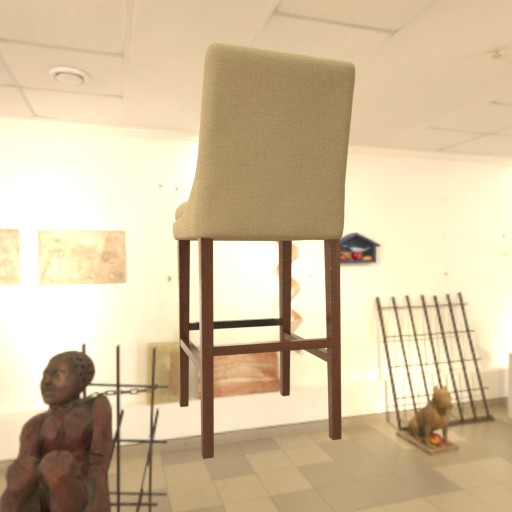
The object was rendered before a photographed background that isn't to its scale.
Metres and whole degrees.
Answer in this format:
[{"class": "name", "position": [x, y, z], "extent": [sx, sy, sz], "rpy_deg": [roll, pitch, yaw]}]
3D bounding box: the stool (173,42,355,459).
[{"class": "stool", "position": [0.000, 0.000, 1.413], "extent": [0.470, 1.078, 0.577], "rpy_deg": [0, 1, -18]}]
